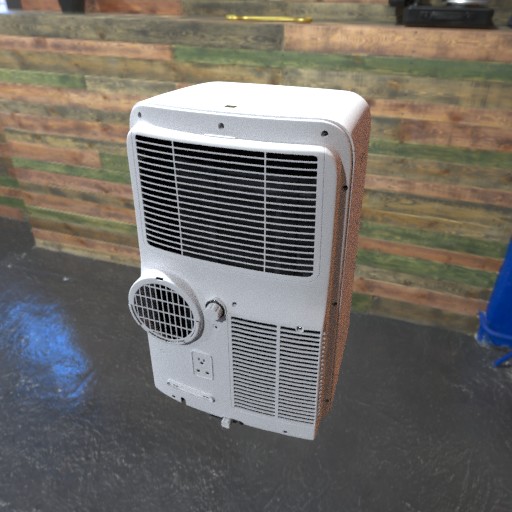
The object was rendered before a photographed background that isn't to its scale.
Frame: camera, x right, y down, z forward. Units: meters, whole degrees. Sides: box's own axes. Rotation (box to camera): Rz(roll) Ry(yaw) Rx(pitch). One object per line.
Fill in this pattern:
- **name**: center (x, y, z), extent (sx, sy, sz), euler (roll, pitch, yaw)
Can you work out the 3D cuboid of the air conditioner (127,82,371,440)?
- **air conditioner**: center (0.000, 0.000, 1.081), extent (0.478, 0.765, 0.467), euler (11, 33, 17)
